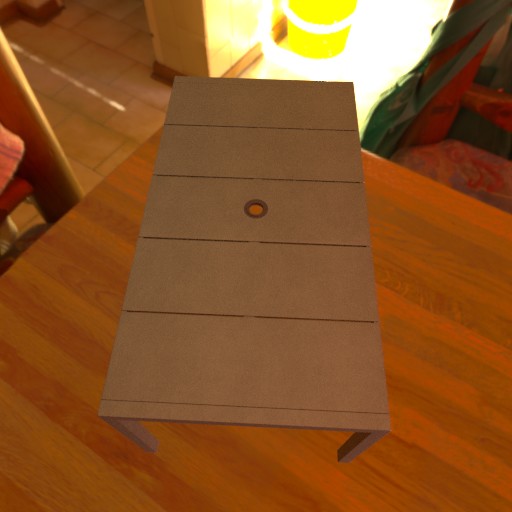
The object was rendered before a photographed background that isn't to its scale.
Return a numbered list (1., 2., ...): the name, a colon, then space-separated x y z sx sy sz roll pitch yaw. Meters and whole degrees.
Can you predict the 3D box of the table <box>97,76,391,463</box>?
1. table: 0.000 0.000 2.124 0.914 0.735 1.680 2 58 1
